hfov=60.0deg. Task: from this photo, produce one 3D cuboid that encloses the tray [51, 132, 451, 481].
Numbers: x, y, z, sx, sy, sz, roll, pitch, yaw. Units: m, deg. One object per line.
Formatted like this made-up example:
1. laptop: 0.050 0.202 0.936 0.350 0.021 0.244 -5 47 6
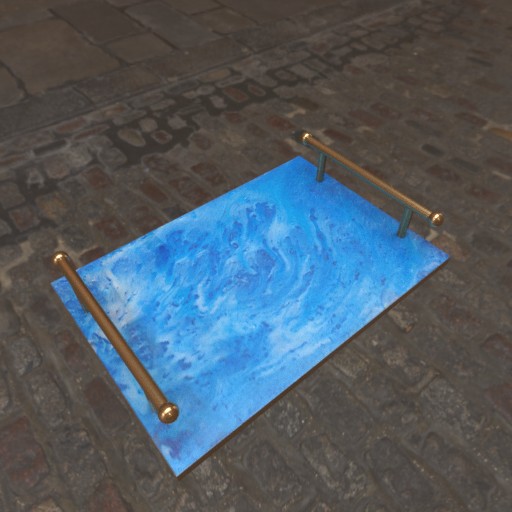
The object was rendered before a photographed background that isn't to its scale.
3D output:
1. tray: 0.000 0.000 0.571 0.444 0.084 0.304 -31 55 -25
